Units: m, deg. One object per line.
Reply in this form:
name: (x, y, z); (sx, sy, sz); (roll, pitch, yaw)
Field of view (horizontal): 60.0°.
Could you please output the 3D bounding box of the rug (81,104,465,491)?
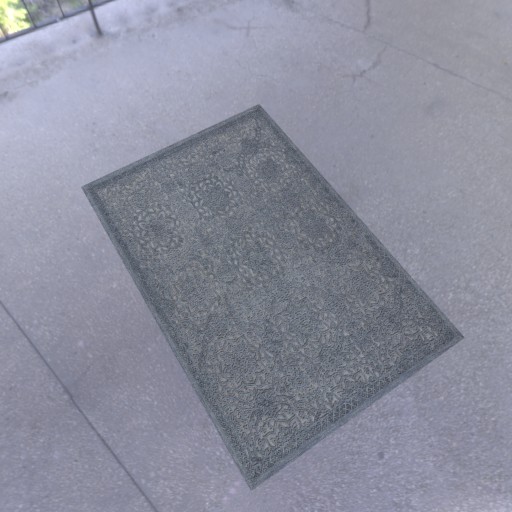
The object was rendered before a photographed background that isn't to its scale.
rug: (0.000, 0.000, 2.327); (1.208, 0.012, 1.819); (-29, 66, -14)
